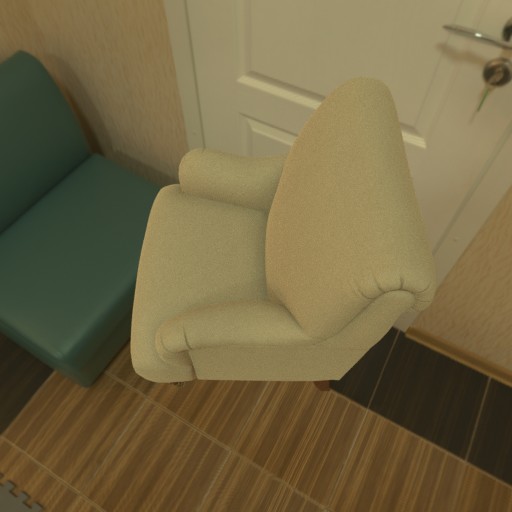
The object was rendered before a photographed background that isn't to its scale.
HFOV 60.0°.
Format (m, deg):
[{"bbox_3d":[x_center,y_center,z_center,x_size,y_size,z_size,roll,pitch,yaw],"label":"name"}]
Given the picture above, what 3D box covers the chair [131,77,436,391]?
[{"bbox_3d":[0.000,0.000,1.520,0.842,0.942,0.766,0,57,0],"label":"chair"}]
